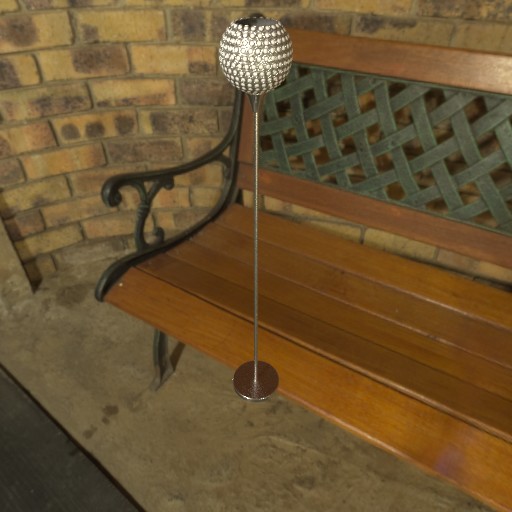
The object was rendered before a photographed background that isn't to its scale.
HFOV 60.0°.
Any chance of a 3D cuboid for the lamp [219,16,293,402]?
[{"bbox_3d":[0.000,0.000,1.889,0.254,1.805,0.254,0,39,0],"label":"lamp"}]
